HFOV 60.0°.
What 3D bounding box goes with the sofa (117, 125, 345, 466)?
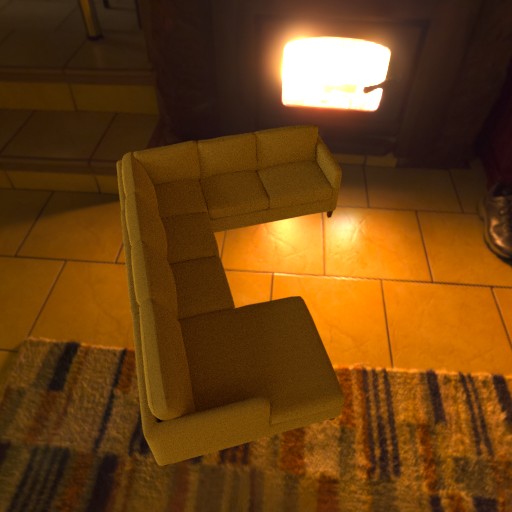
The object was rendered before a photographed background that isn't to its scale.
[{"bbox_3d":[0.000,0.000,4.637,2.594,0.961,3.460,-11,49,-10],"label":"sofa"}]
